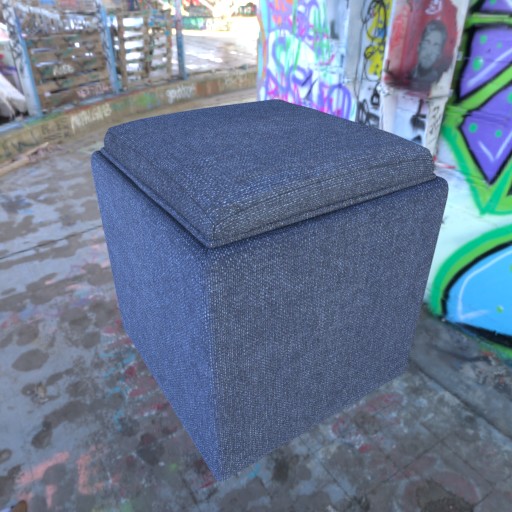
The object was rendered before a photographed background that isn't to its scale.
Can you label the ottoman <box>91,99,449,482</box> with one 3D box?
[{"bbox_3d":[0.000,0.000,0.833,0.436,0.493,0.454,-19,36,-28],"label":"ottoman"}]
